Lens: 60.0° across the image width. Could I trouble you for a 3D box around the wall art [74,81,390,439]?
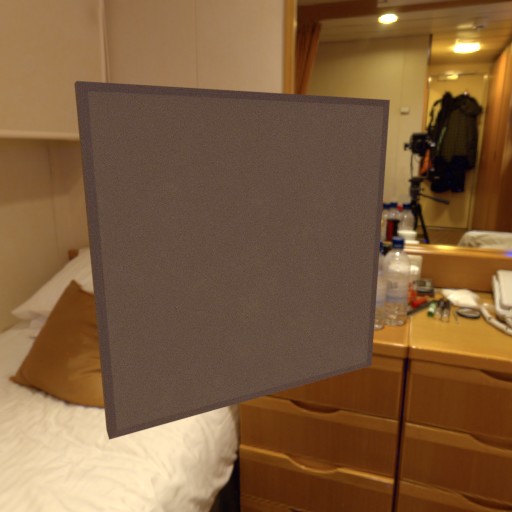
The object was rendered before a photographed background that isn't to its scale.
[{"bbox_3d":[0.000,0.000,1.092,0.761,0.758,0.038,-7,16,-26],"label":"wall art"}]
